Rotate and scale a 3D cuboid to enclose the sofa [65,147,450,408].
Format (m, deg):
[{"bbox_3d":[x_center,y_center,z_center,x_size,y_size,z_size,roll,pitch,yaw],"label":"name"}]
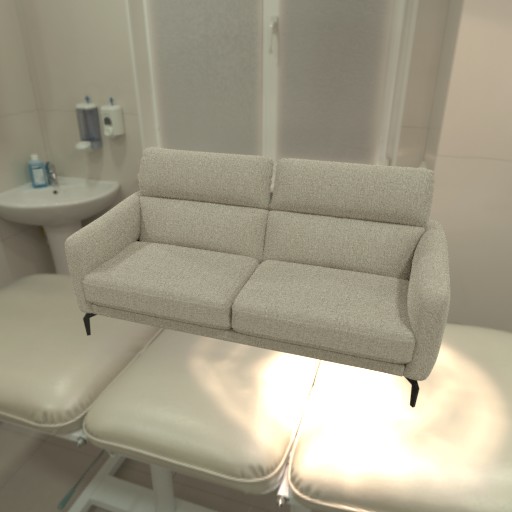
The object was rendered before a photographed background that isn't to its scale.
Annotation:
[{"bbox_3d":[0.000,0.000,2.506,2.015,0.956,0.856,8,27,16],"label":"sofa"}]
